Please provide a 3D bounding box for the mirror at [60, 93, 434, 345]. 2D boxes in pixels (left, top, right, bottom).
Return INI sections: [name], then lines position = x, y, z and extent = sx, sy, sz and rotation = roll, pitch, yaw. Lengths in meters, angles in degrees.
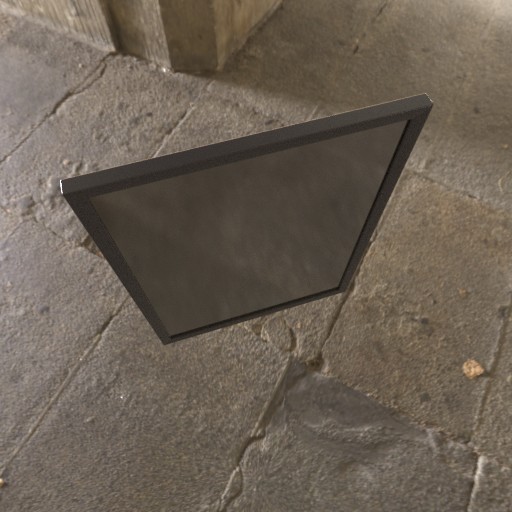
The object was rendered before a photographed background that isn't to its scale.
[mirror]
position = 0.000, 0.000, 1.331
extent = 0.762, 1.016, 0.040
rotation = -15, 64, -8
